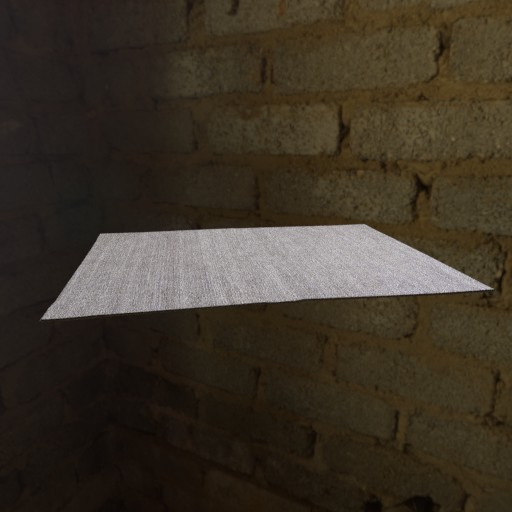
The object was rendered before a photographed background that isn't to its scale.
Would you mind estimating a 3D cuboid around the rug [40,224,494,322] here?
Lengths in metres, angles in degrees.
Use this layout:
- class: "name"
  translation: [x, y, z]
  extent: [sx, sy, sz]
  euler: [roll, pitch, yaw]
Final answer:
- class: "rug"
  translation: [0.000, 0.000, 4.180]
  extent: [3.202, 0.045, 2.434]
  euler: [-3, 16, -9]
